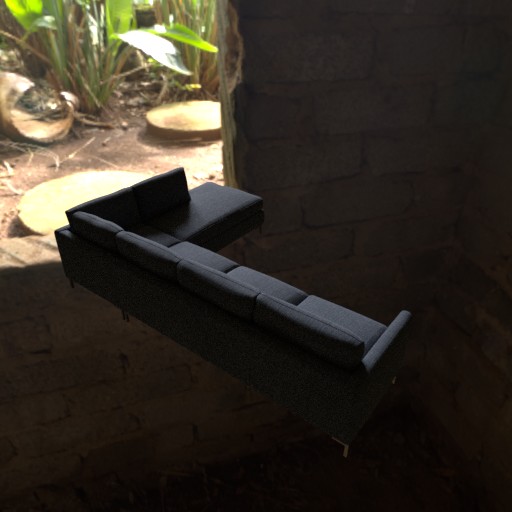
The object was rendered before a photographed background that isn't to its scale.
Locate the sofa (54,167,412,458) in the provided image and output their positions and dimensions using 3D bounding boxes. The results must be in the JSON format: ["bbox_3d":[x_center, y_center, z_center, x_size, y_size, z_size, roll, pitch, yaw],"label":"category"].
[{"bbox_3d":[0.000,0.000,3.849,2.949,0.815,2.007,22,37,32],"label":"sofa"}]
